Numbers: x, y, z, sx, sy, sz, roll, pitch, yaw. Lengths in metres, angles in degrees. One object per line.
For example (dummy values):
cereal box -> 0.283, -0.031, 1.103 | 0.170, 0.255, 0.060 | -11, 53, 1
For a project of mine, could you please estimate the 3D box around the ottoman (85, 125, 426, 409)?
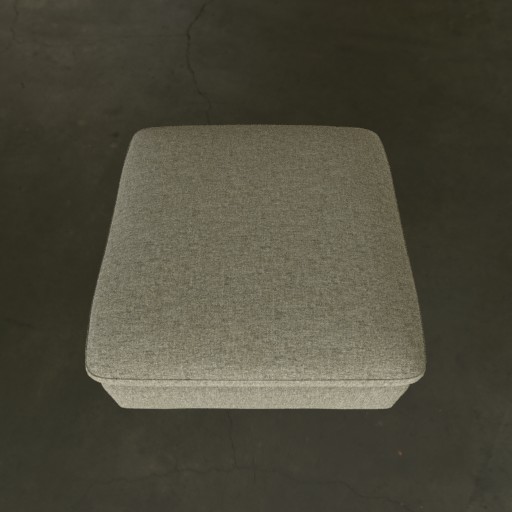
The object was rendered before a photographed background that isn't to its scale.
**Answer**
ottoman -> 0.000, 0.000, 1.664 | 1.035, 0.526, 1.039 | 0, 58, 0
